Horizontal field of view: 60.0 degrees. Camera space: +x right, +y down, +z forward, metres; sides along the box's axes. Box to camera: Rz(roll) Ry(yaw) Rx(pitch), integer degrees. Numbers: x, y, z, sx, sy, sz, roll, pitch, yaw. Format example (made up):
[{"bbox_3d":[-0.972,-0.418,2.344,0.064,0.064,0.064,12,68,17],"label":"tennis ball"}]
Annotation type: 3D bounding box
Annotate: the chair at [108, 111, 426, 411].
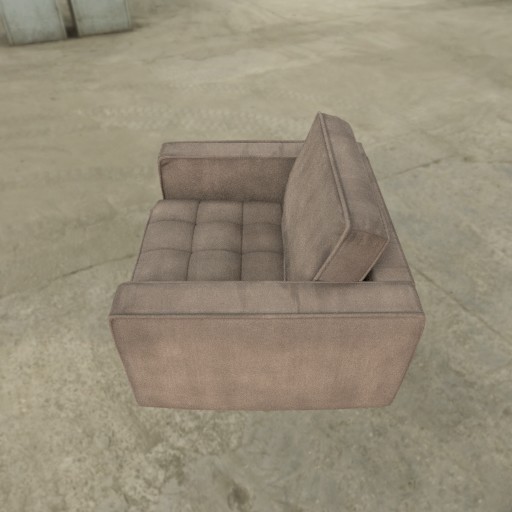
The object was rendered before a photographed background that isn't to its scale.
[{"bbox_3d":[0.000,0.000,1.526,0.843,0.773,0.928,0,42,0],"label":"chair"}]
